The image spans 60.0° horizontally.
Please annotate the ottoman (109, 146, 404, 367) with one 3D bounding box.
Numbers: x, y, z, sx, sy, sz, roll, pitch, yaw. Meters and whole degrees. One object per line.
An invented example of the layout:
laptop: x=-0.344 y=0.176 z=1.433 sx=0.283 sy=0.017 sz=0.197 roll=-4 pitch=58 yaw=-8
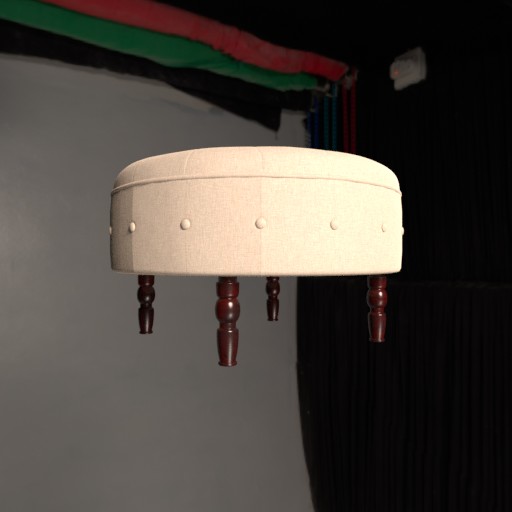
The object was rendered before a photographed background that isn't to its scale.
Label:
ottoman: x=0.000 y=0.000 z=1.356 sx=0.848 sy=0.494 sz=0.848 roll=0 pitch=0 yaw=0
